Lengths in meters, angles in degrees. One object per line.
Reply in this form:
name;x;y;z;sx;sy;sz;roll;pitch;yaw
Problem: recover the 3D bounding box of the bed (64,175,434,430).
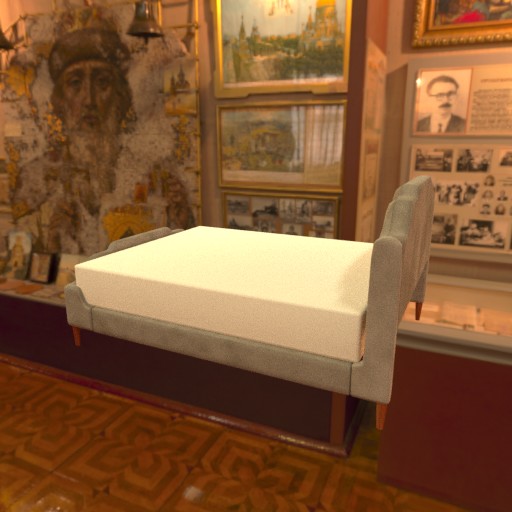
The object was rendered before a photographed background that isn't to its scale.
bed;0.000;0.000;3.378;2.340;1.245;1.676;7;17;25
